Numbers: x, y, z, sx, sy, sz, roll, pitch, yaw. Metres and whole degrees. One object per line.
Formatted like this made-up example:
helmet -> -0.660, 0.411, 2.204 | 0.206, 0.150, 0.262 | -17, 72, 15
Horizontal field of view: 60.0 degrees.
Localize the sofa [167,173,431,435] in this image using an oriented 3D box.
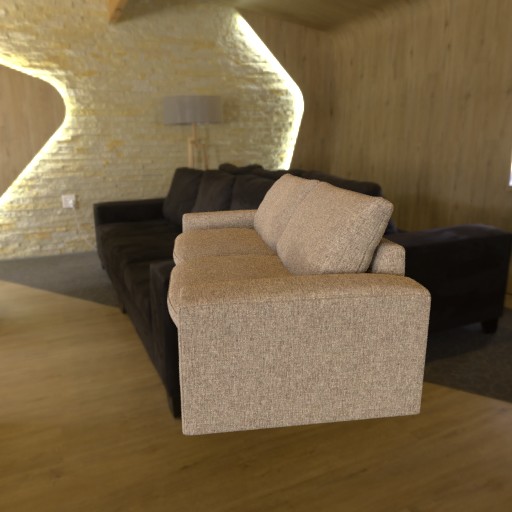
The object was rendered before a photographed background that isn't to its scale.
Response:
sofa -> 0.000, 0.000, 2.771 | 1.040, 0.922, 2.299 | -2, 14, -8
